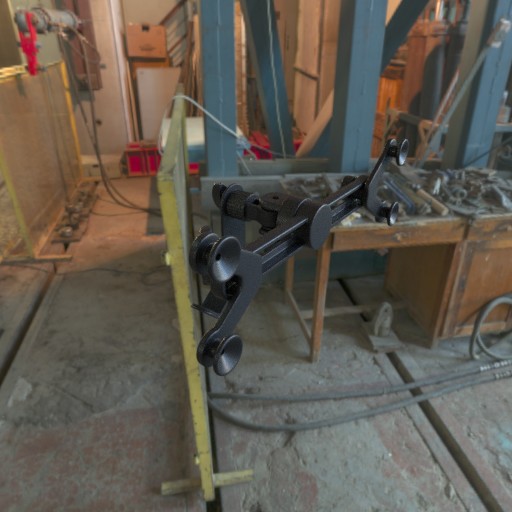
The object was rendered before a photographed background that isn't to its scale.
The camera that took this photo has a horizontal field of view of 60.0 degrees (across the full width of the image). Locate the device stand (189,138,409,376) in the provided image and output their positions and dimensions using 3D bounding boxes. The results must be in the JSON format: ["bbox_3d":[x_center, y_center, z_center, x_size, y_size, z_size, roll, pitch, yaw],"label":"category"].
[{"bbox_3d":[0.000,0.000,0.368,0.142,0.166,0.270,18,32,31],"label":"device stand"}]
